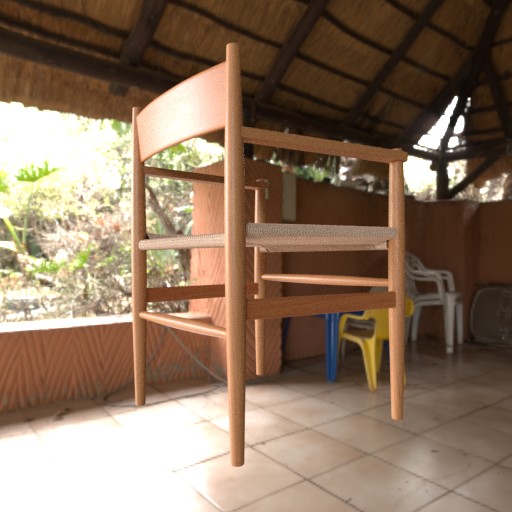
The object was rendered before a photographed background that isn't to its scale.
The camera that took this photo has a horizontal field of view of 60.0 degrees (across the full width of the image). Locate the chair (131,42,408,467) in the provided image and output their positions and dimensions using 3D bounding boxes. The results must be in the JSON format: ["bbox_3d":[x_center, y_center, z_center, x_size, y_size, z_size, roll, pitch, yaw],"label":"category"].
[{"bbox_3d":[0.000,0.000,1.106,0.495,0.762,0.556,0,-1,-38],"label":"chair"}]
